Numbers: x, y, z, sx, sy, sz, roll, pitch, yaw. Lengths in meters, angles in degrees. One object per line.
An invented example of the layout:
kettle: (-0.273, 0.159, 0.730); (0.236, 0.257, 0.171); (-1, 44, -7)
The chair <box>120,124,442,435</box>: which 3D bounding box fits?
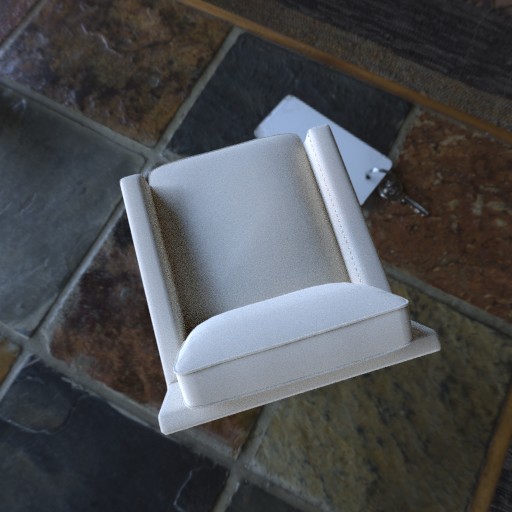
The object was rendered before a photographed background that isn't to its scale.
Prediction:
chair: (0.000, 0.000, 1.703); (0.853, 0.943, 1.014); (-16, 76, -4)
